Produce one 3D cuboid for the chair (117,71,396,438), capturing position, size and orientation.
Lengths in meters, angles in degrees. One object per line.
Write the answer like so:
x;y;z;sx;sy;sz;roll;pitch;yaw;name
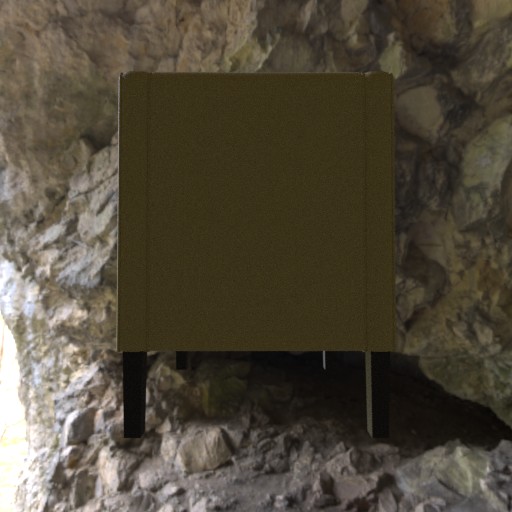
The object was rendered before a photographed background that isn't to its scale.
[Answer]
0.000;0.000;1.465;0.696;0.896;0.814;0;-1;0;chair
